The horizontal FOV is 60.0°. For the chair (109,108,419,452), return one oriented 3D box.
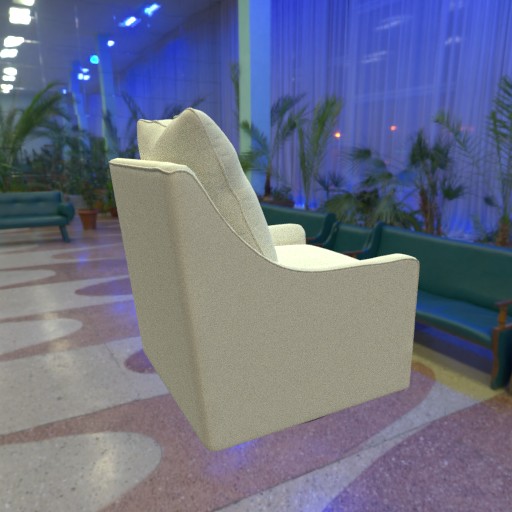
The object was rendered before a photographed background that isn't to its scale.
[{"bbox_3d":[0.000,0.000,1.618,0.876,0.965,0.756,-7,15,-27],"label":"chair"}]
